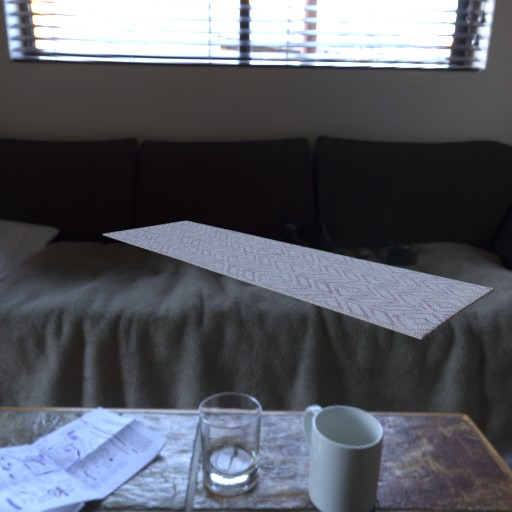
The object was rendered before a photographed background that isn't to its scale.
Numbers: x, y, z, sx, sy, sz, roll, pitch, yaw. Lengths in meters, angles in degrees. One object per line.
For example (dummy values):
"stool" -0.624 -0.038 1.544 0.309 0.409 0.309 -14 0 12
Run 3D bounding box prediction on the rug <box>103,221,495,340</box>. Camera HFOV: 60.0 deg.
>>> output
"rug" 0.000 0.000 2.661 0.750 0.009 2.435 -14 21 -43
